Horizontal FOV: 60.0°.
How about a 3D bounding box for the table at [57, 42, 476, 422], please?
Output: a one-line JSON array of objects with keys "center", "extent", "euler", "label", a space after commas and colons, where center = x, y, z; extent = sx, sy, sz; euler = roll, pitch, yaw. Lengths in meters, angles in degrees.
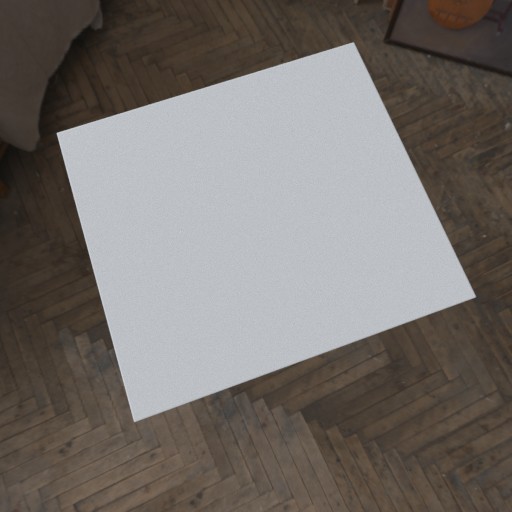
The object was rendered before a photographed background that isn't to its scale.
[{"center": [0.000, 0.000, 0.775], "extent": [0.420, 0.460, 0.380], "euler": [-19, 76, -5], "label": "table"}]
